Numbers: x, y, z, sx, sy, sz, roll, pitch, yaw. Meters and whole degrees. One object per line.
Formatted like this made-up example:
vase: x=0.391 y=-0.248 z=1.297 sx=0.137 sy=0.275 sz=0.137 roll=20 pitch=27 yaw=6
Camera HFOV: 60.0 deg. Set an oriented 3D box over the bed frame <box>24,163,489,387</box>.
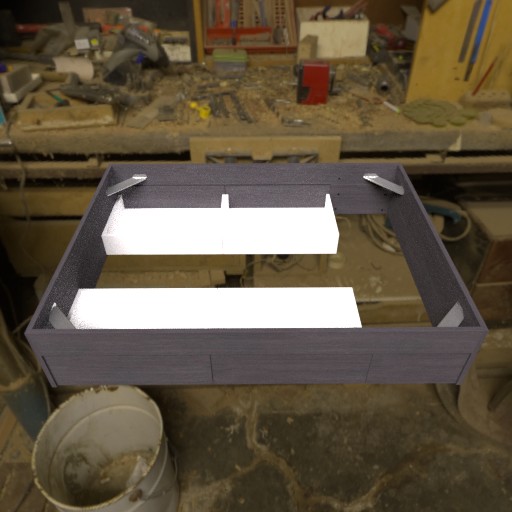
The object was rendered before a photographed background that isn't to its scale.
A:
bed frame: x=0.000 y=0.000 z=2.533 sx=1.944 sy=0.459 sz=1.448 roll=0 pitch=40 yaw=0
